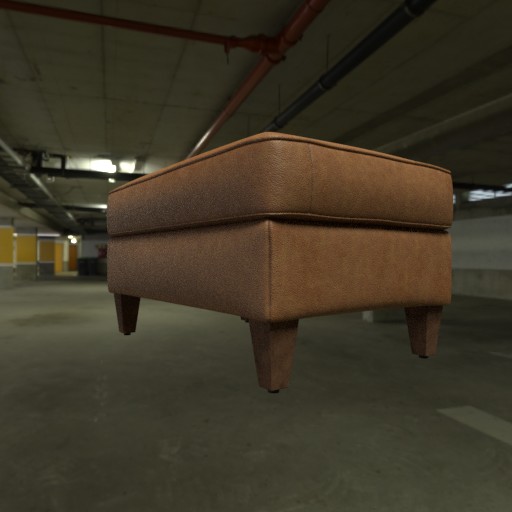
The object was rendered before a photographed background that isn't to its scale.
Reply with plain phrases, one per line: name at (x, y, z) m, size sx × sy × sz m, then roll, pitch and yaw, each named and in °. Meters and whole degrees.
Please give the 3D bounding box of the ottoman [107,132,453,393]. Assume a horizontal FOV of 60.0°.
ottoman at (0.000, 0.000, 1.206) m, size 0.584 × 0.483 × 0.864 m, roll 0°, pitch 0°, yaw -36°
